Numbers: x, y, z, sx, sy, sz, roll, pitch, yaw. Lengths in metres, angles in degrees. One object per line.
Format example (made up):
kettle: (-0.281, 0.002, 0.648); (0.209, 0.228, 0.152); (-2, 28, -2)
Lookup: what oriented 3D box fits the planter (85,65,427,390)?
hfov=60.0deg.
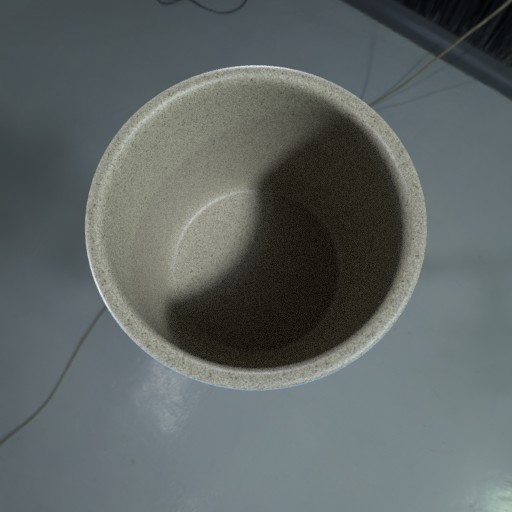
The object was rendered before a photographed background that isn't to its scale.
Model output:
planter: (0.000, 0.000, 0.343); (0.191, 0.200, 0.191); (0, 76, 0)
